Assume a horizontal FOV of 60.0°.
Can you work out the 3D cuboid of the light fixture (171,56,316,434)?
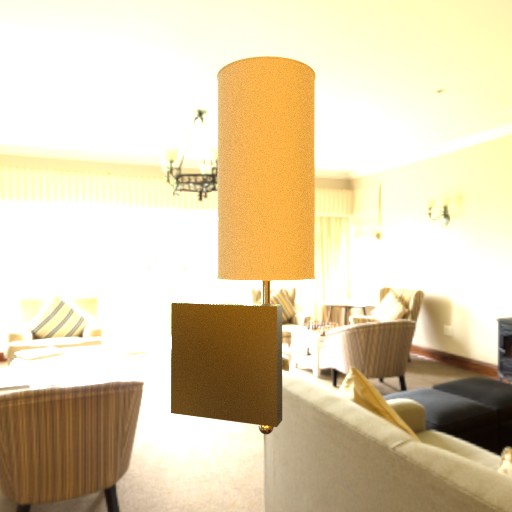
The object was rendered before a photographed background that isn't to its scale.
[{"bbox_3d":[0.000,0.000,0.538,0.128,0.462,0.208,0,0,19],"label":"light fixture"}]
